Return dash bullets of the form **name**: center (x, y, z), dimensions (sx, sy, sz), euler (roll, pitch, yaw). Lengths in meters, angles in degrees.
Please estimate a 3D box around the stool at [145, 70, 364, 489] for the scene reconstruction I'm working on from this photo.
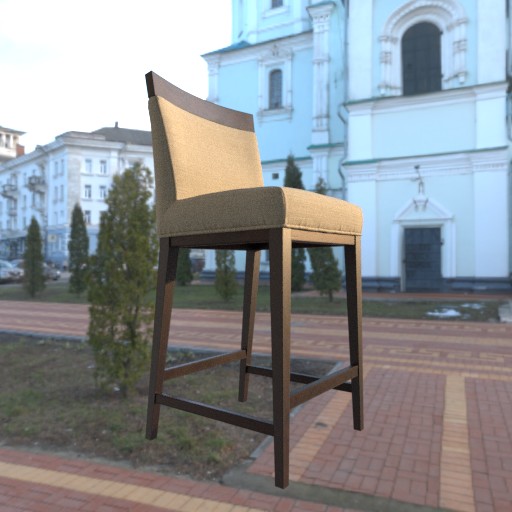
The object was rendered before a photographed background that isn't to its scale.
- **stool**: center (0.000, 0.000, 1.406), dimensions (0.531, 1.117, 0.511), euler (-1, -1, 37)
